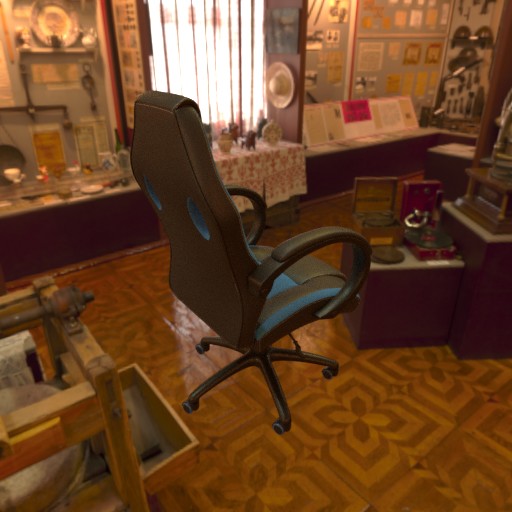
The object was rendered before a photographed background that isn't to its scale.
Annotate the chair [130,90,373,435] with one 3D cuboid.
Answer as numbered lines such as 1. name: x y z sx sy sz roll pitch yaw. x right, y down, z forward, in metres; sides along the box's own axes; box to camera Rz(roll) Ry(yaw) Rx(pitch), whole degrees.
1. chair: 0.000 0.000 1.656 0.724 1.187 0.673 -17 31 -32
